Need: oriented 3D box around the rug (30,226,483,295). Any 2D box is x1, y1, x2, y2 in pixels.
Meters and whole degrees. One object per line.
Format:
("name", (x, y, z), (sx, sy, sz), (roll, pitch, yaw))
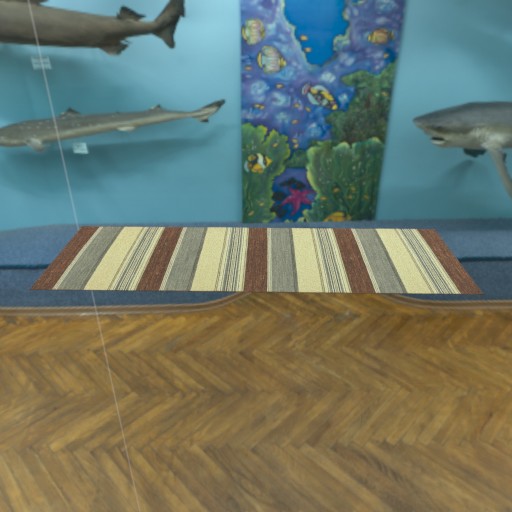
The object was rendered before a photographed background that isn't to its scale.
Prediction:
("rug", (0.000, 0.000, 2.725), (2.437, 0.006, 0.792), (1, 29, 1))
